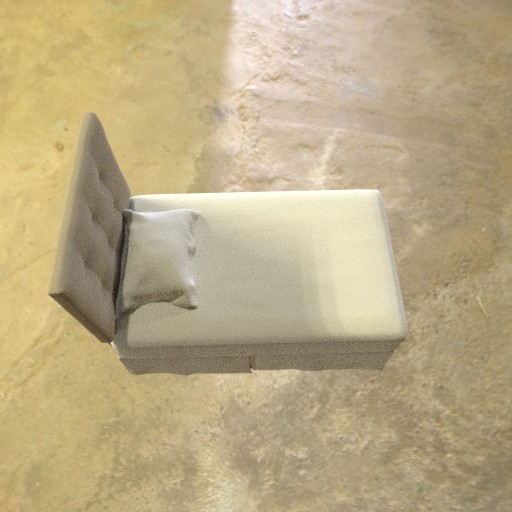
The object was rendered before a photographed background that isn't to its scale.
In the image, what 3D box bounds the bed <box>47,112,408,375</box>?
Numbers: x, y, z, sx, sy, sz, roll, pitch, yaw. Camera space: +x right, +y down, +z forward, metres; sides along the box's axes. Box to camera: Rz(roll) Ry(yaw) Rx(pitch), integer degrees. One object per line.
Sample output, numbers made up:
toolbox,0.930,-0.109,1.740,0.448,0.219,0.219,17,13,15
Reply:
bed,0.000,0.000,2.998,1.997,1.571,1.261,-2,63,-1
